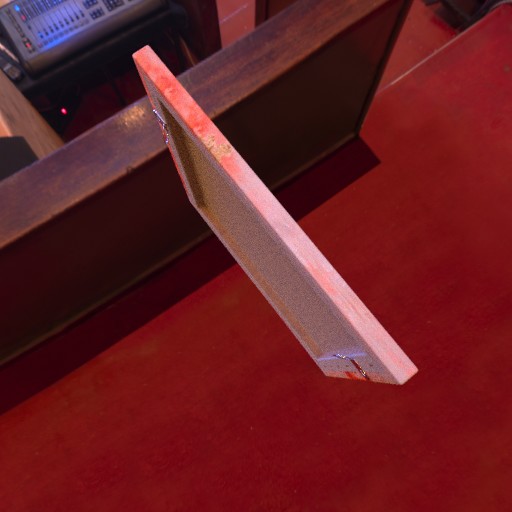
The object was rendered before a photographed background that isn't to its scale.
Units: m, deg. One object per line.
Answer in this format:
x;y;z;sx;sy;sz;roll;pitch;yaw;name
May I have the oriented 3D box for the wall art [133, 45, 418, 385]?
0.000;0.000;1.114;0.064;0.746;0.747;-37;79;-9;wall art
